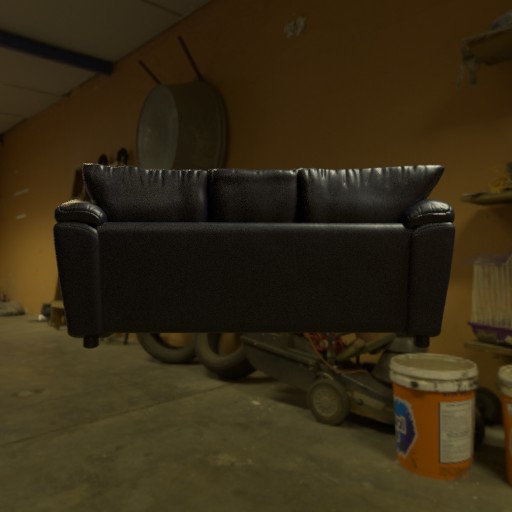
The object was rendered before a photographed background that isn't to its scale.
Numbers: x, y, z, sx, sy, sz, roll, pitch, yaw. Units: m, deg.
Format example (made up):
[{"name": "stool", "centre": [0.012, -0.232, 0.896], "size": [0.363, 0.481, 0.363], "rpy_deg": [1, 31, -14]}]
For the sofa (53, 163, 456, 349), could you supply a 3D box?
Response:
[{"name": "sofa", "centre": [0.000, 0.000, 2.869], "size": [2.336, 1.073, 0.880], "rpy_deg": [0, -1, 0]}]
